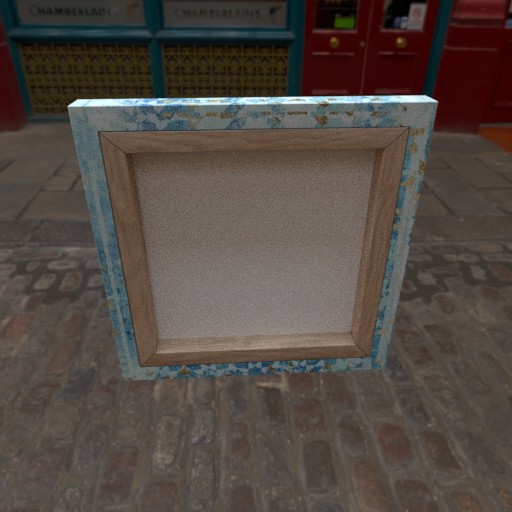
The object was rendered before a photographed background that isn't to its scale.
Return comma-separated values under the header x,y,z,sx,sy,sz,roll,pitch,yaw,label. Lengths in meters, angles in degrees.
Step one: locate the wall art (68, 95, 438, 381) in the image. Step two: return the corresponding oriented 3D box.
x,y,z,sx,sy,sz,roll,pitch,yaw,label
0.000,0.000,0.601,0.405,0.405,0.037,-2,30,-3,wall art
